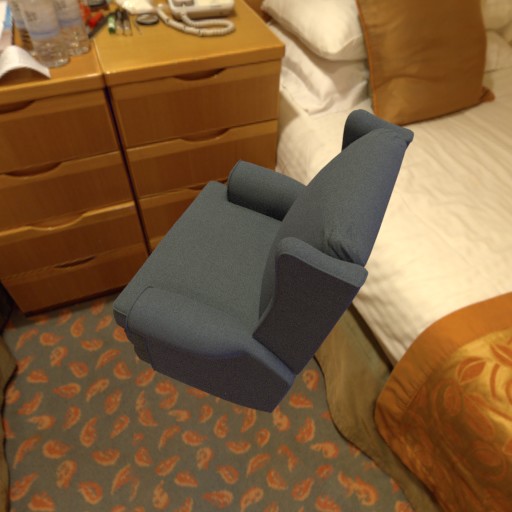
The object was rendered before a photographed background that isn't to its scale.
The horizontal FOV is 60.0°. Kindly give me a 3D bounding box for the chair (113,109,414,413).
[{"bbox_3d":[0.000,0.000,1.742,0.877,1.020,0.971,17,50,15],"label":"chair"}]
